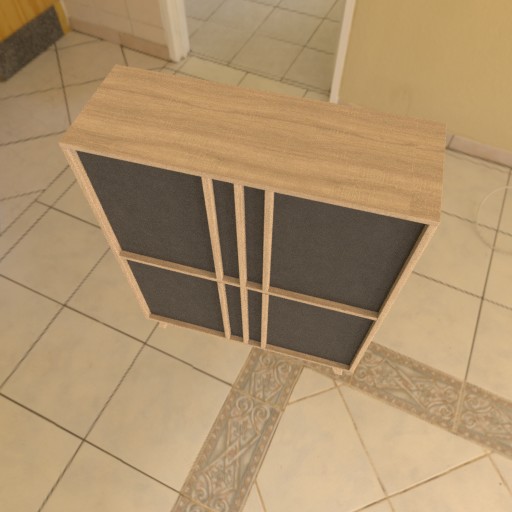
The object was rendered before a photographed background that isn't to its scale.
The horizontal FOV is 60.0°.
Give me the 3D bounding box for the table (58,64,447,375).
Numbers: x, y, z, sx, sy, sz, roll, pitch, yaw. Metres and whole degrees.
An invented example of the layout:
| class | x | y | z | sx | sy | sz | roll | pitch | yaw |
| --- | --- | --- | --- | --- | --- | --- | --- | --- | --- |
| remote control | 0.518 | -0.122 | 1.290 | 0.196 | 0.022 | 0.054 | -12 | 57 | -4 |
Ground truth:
| class | x | y | z | sx | sy | sz | roll | pitch | yaw |
| --- | --- | --- | --- | --- | --- | --- | --- | --- | --- |
| table | 0.000 | 0.000 | 1.926 | 1.111 | 1.388 | 0.398 | 13 | 58 | 8 |
